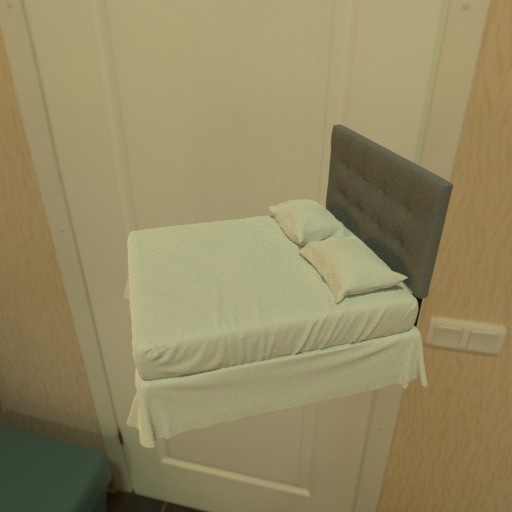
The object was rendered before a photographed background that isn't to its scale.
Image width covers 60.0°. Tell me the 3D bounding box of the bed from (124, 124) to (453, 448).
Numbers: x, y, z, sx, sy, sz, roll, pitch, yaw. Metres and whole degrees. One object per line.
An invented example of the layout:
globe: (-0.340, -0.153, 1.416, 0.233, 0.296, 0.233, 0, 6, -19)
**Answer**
bed: (0.000, 0.000, 3.503, 2.222, 1.577, 1.936, -8, 30, -13)
